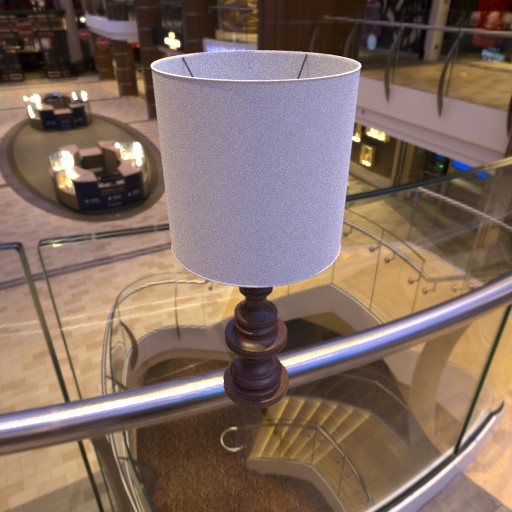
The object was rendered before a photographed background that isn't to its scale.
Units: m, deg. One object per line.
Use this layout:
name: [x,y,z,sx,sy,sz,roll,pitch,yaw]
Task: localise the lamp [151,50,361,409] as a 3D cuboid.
lamp: [0.000,0.000,0.565,0.208,0.455,0.208,8,32,14]
